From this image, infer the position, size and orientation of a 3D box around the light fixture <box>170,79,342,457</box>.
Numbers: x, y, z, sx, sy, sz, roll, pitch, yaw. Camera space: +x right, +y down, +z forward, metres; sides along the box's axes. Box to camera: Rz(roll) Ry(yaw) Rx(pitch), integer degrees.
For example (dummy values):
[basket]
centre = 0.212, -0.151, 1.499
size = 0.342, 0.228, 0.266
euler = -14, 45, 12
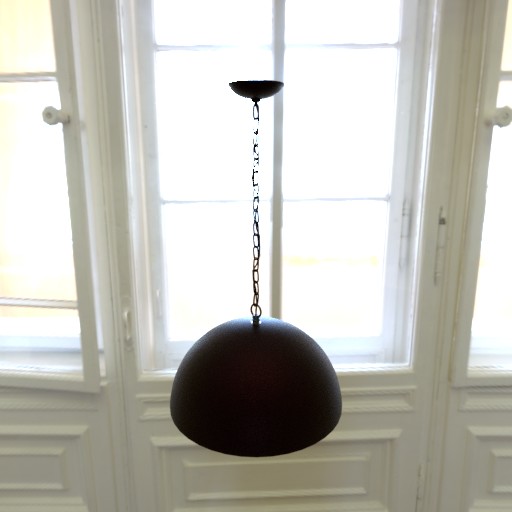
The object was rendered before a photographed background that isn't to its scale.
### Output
[light fixture]
centre = 0.000, 0.000, 1.190
size = 0.492, 0.869, 0.492
euler = 13, 18, 43
